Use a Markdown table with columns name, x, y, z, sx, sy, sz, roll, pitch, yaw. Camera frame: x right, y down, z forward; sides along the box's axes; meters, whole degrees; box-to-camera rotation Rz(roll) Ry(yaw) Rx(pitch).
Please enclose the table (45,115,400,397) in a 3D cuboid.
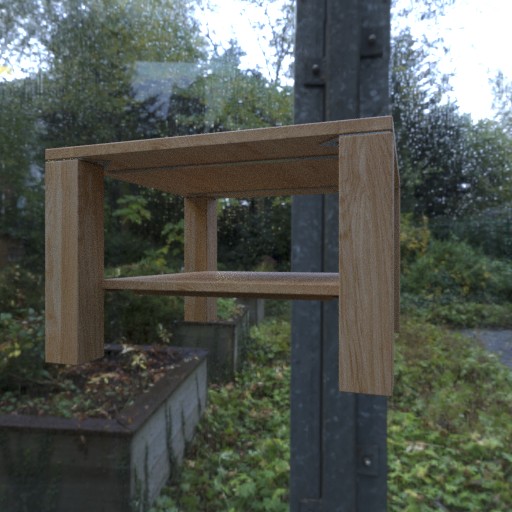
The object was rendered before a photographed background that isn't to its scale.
| name | x | y | z | sx | sy | sz | roll | pitch | yaw |
| --- | --- | --- | --- | --- | --- | --- | --- | --- | --- |
| table | 0.000 | 0.000 | 1.150 | 0.700 | 0.450 | 0.700 | 0 | 0 | 19 |
